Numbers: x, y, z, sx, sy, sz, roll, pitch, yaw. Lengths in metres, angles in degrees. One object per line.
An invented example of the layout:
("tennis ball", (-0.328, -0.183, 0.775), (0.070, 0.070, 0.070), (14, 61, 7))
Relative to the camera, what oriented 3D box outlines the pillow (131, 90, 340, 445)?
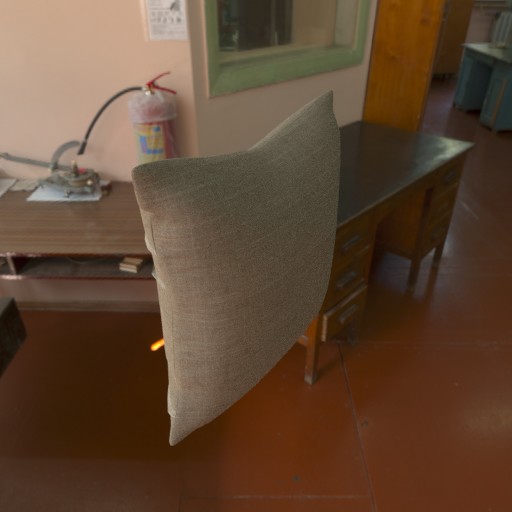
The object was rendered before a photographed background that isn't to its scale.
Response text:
("pillow", (0.000, 0.000, 0.650), (0.169, 0.400, 0.424), (20, 37, 29))
